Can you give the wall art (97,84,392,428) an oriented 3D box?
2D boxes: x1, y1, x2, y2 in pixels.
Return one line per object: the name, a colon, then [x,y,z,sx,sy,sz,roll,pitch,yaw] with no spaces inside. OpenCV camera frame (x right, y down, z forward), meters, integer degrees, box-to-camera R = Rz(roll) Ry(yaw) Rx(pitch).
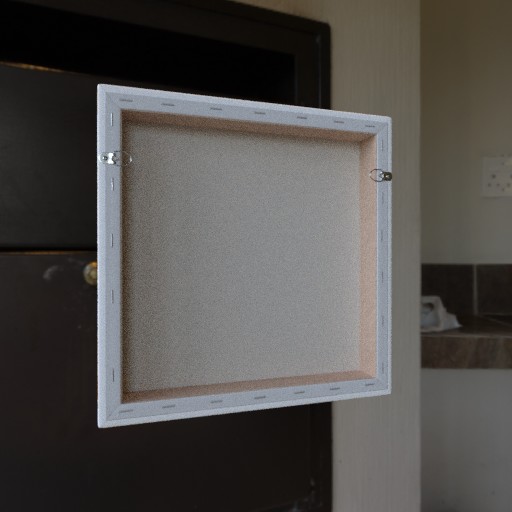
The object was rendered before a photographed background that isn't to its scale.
wall art: [0.000,0.000,0.451,0.303,0.304,0.036,0,0,-18]
